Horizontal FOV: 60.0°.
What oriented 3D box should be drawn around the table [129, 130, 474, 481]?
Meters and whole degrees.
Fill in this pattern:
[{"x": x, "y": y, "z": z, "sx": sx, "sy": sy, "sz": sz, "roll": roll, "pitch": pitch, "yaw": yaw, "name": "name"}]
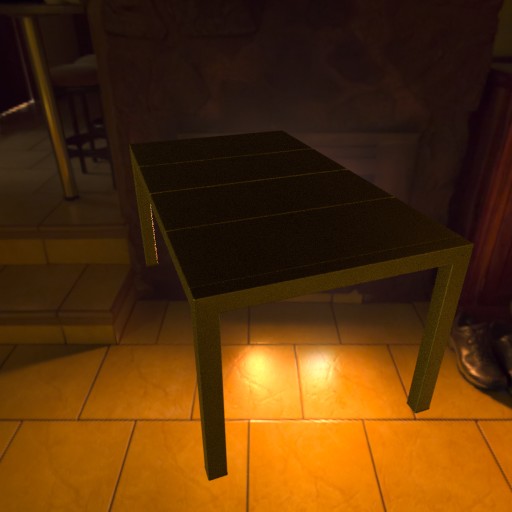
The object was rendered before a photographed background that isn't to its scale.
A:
[{"x": 0.000, "y": 0.000, "z": 1.288, "sx": 0.559, "sy": 0.460, "sz": 0.965, "roll": -10, "pitch": 31, "yaw": -17, "name": "table"}]
